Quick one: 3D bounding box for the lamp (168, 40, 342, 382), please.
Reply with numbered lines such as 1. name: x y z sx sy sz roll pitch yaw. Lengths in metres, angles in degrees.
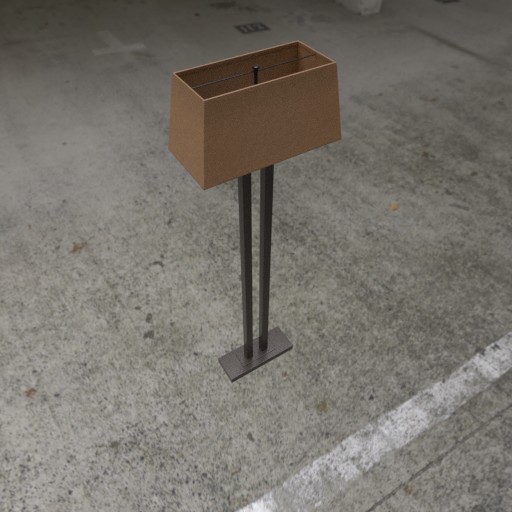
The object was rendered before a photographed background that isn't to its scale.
1. lamp: 0.000 0.000 1.707 0.475 1.469 0.233 -24 51 -21
